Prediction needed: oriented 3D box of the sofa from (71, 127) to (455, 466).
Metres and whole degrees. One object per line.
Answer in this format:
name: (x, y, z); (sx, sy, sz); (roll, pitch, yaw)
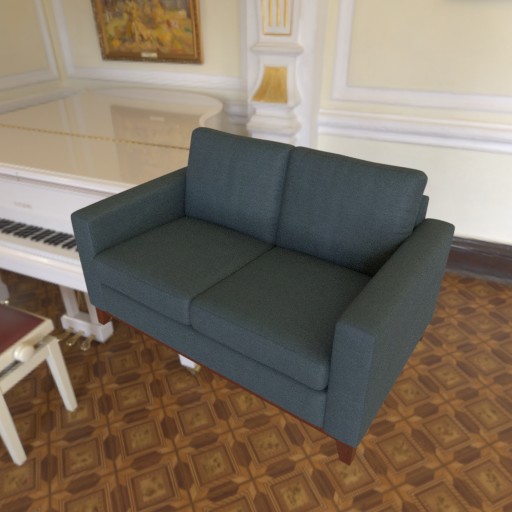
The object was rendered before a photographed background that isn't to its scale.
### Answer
sofa: (0.000, 0.000, 2.068); (1.489, 0.903, 0.955); (20, 36, 30)
